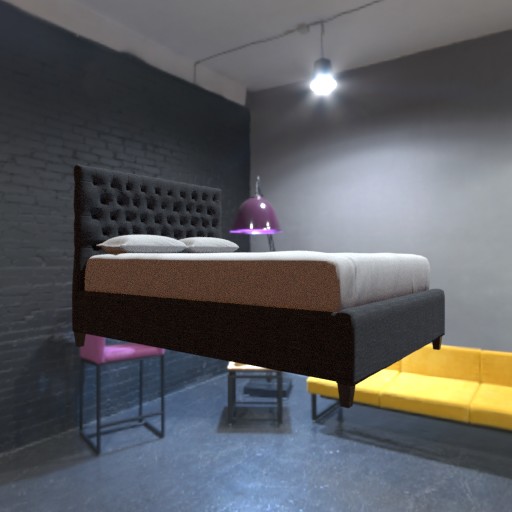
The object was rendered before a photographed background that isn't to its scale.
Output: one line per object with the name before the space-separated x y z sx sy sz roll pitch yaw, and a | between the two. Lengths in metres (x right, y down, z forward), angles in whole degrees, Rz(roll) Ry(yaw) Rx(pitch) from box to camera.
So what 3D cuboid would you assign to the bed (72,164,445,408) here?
bed | 0.000 0.000 3.443 2.387 1.427 1.698 0 1 37
